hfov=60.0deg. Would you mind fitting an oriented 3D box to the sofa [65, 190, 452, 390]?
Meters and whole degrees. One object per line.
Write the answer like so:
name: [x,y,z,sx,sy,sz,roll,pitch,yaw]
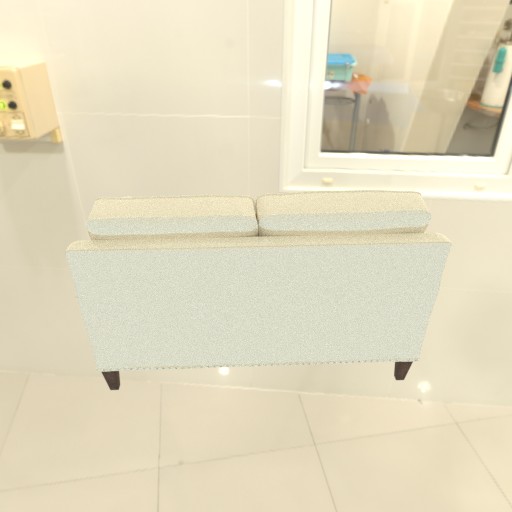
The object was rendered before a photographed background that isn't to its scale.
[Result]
sofa: [0.000,0.000,2.340,1.597,1.003,1.084,-1,31,-2]
